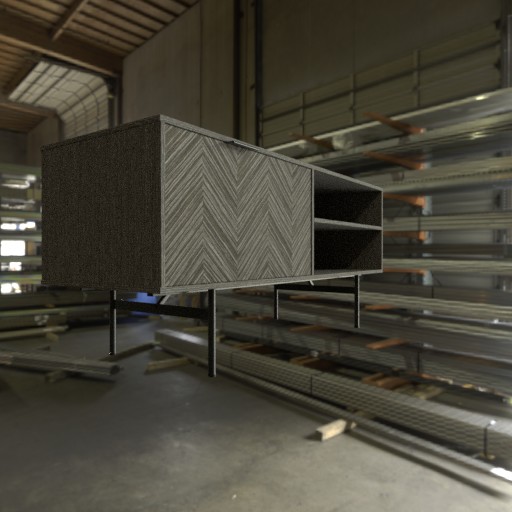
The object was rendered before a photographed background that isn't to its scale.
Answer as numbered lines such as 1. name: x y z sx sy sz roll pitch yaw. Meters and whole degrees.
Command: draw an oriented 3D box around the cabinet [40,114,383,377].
1. cabinet: 0.000 0.000 1.582 0.500 0.599 1.300 0 0 36
